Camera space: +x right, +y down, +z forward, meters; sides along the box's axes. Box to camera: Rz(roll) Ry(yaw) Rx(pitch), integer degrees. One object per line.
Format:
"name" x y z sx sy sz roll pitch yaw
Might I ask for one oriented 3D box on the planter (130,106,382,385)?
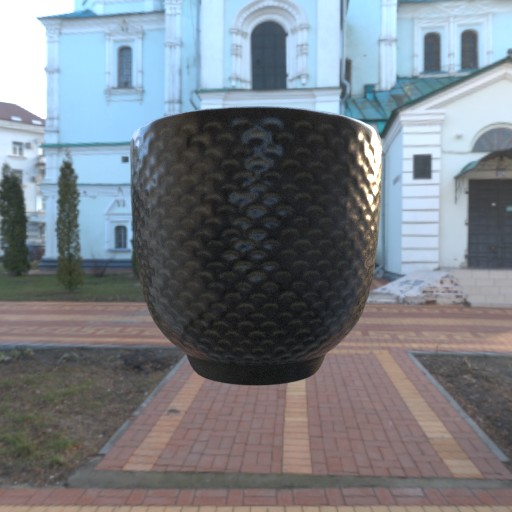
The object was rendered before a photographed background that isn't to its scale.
"planter" 0.000 0.000 0.316 0.172 0.160 0.172 0 1 0
